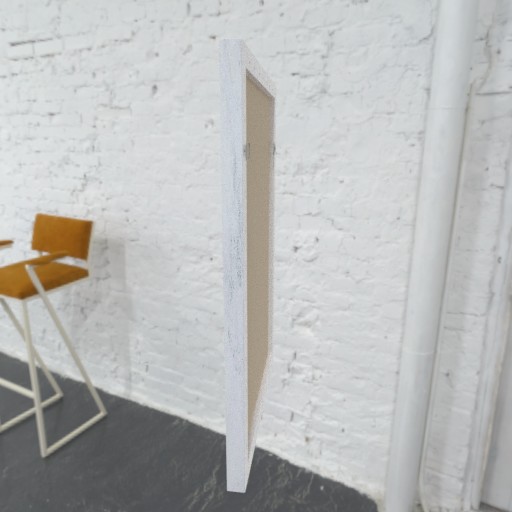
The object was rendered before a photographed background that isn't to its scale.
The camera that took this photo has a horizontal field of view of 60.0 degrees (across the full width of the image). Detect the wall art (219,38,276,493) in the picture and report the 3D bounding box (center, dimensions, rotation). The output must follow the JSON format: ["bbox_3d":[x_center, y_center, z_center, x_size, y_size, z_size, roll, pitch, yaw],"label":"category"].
[{"bbox_3d":[0.000,0.000,1.162,0.043,0.914,0.624,2,14,8],"label":"wall art"}]
